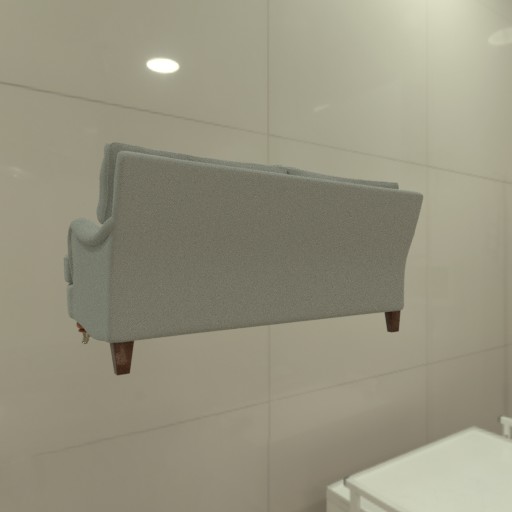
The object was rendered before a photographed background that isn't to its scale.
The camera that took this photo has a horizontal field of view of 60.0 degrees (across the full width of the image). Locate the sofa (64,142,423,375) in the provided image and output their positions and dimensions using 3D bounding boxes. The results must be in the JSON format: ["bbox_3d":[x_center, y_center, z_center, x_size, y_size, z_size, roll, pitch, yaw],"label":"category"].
[{"bbox_3d":[0.000,0.000,2.892,2.193,1.096,1.069,0,0,-35],"label":"sofa"}]
